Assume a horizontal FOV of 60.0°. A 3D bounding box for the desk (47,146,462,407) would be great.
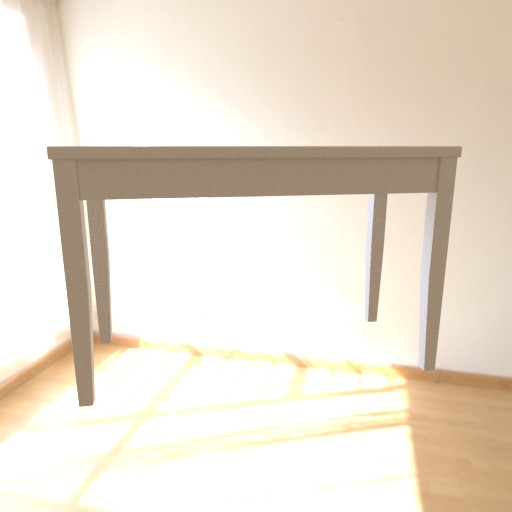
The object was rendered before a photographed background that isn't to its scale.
[{"bbox_3d":[0.000,0.000,1.610,1.220,0.775,0.508,-3,14,-11],"label":"desk"}]
